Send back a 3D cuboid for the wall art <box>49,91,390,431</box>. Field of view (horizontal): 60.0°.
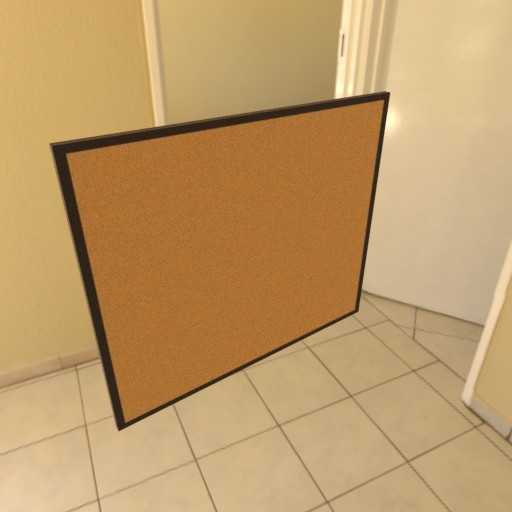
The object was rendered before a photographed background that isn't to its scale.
[{"bbox_3d":[0.000,0.000,1.387,1.033,0.875,0.023,-19,35,-30],"label":"wall art"}]
